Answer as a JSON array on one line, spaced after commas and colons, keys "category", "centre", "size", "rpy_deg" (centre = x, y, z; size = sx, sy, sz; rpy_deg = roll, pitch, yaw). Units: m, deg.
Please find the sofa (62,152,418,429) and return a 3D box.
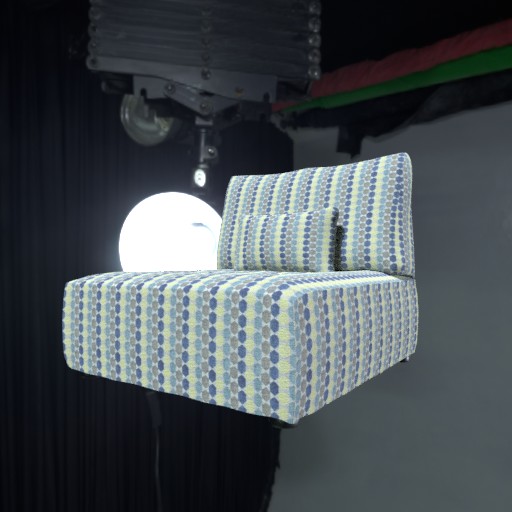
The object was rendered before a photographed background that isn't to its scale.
[{"category": "sofa", "centre": [0.000, 0.000, 1.668], "size": [0.930, 0.830, 1.000], "rpy_deg": [0, -1, 35]}]
